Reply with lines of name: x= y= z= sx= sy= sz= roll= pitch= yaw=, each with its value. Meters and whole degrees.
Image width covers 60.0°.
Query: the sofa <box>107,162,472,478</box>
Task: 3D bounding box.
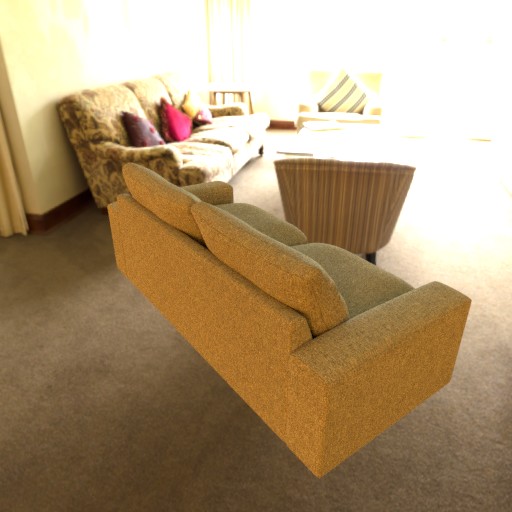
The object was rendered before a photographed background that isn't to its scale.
sofa: x=0.000 y=0.000 z=2.763 sx=1.040 sy=0.922 sz=2.299 roll=-19 pitch=33 yaw=-32
